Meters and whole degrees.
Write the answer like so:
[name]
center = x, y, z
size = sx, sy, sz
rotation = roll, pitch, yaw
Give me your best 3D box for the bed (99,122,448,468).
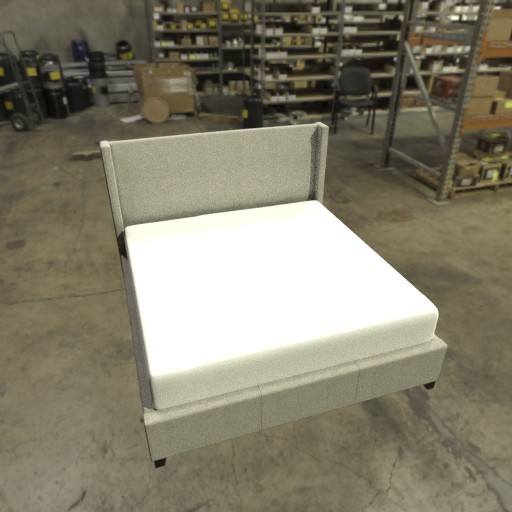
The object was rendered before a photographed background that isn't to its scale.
[bed]
center = 0.000, 0.000, 3.621
size = 2.140, 1.470, 2.280
rotation = -10, 32, -16
